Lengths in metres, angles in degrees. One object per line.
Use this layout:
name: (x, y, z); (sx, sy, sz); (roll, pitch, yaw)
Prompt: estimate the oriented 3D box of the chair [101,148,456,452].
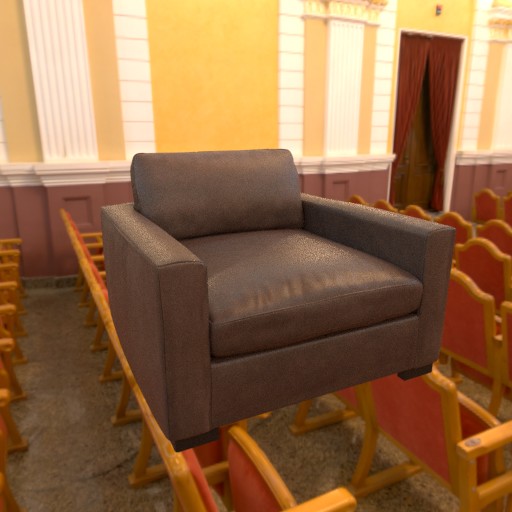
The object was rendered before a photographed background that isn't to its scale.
chair: (0.000, 0.000, 1.795); (1.100, 0.812, 1.069); (-8, 17, -25)
